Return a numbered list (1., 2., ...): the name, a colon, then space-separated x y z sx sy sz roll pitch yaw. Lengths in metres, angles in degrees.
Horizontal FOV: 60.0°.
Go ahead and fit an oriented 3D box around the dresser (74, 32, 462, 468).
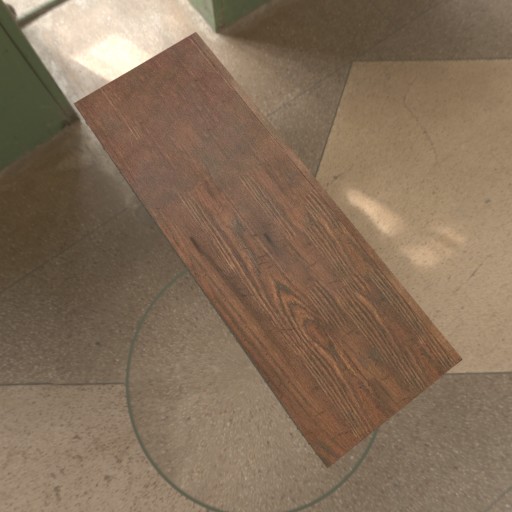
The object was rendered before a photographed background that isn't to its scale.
1. dresser: 0.000 0.000 2.157 0.623 1.061 1.646 -35 78 -9
